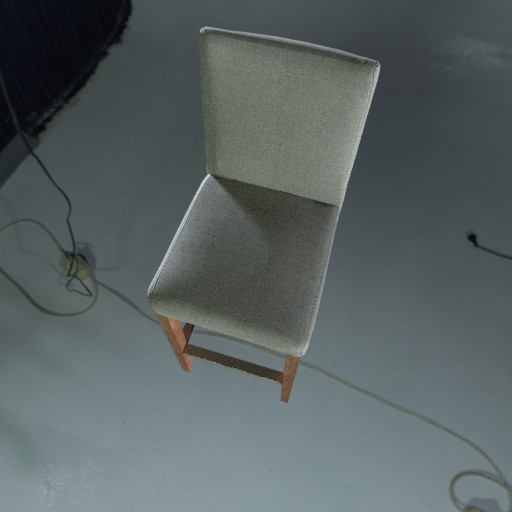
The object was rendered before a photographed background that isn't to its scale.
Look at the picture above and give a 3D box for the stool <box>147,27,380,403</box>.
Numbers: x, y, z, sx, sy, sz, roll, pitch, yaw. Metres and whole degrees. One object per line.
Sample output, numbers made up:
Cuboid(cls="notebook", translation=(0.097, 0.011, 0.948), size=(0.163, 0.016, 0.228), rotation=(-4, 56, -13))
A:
Cuboid(cls="stool", translation=(0.000, 0.000, 1.348), size=(0.439, 1.088, 0.570), rotation=(15, 61, 8))
